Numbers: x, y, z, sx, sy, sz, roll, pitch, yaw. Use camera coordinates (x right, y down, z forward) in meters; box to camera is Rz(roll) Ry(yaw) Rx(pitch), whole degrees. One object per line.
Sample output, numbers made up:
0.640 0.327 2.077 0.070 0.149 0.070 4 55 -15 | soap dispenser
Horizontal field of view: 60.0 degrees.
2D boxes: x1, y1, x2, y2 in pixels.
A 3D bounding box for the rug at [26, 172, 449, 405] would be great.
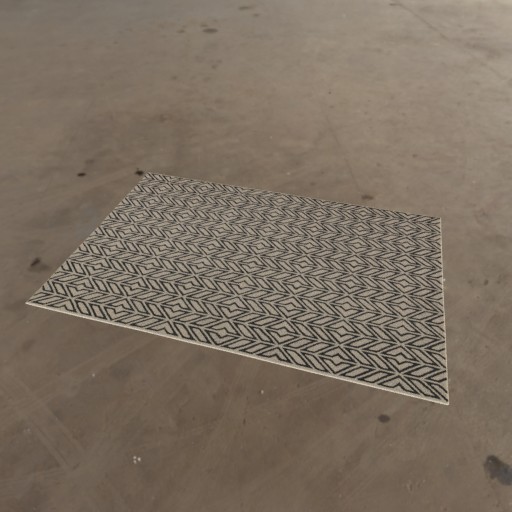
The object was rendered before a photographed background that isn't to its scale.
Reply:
0.000 0.000 2.264 1.828 0.007 1.220 11 42 12 | rug
